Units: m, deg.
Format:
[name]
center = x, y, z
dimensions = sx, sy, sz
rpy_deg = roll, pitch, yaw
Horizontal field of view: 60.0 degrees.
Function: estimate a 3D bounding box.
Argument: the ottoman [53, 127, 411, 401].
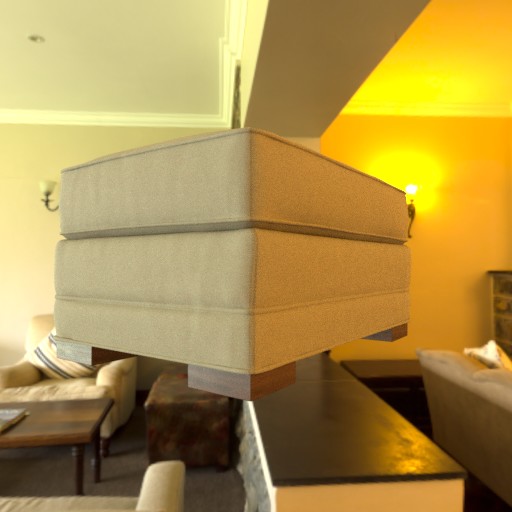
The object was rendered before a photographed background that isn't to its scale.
[ottoman]
center = 0.000, 0.000, 1.201
dimensions = 0.611, 0.482, 0.848
rpy_deg = -1, -1, 36
